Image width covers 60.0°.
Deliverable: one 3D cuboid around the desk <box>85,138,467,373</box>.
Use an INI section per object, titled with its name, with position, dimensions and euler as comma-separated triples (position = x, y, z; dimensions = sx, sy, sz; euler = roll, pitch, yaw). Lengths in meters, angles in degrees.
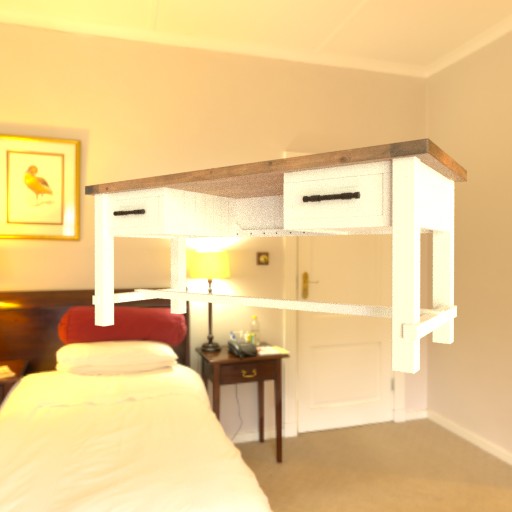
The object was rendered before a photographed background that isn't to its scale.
[desk]
position = 0.000, 0.000, 2.205
dimensions = 1.803, 0.762, 0.688
euler = 0, 1, 35
